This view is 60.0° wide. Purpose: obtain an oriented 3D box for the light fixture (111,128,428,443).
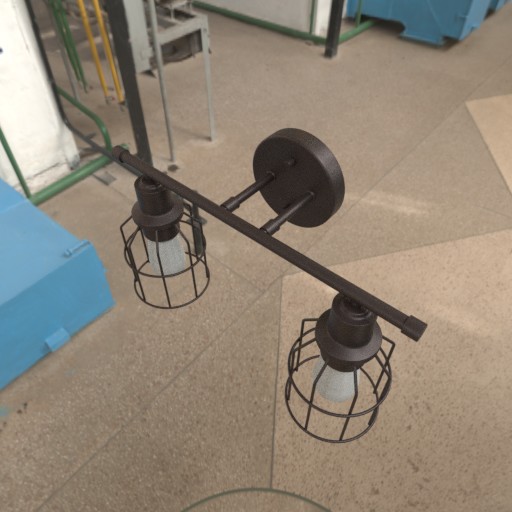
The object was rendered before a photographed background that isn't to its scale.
[{"bbox_3d":[0.000,0.000,0.519,0.406,0.254,0.165,32,54,27],"label":"light fixture"}]
